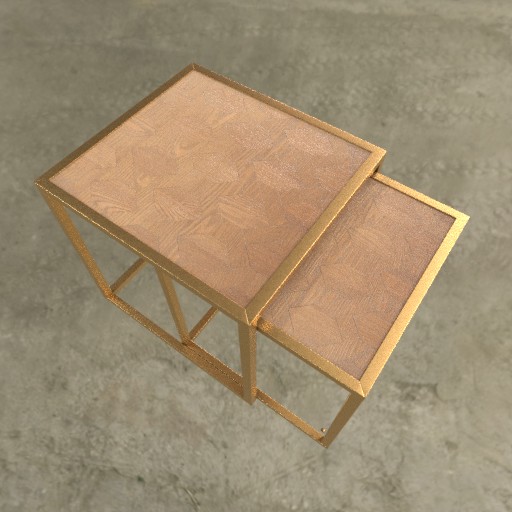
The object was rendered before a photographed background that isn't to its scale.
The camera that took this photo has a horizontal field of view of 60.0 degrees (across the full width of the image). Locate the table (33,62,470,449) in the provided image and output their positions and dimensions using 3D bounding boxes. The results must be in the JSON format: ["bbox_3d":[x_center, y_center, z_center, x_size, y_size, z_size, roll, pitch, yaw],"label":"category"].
[{"bbox_3d":[0.000,0.000,1.106,0.762,0.505,0.505,31,62,18],"label":"table"}]
